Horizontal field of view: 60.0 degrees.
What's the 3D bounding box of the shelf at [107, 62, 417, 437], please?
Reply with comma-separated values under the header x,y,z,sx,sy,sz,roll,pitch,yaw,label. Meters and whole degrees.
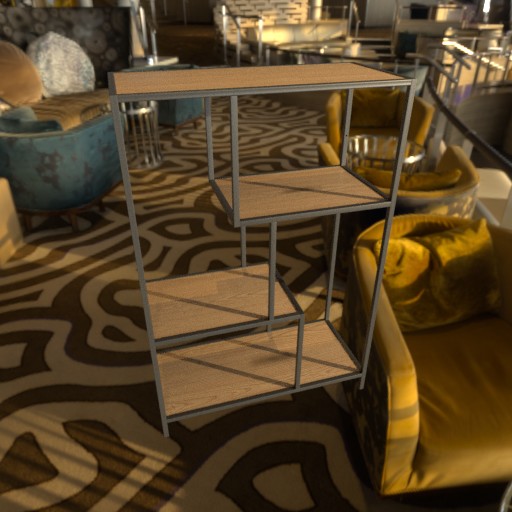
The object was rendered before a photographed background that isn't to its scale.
x,y,z,sx,sy,sz,roll,pitch,yaw,label
0.000,0.000,1.491,0.770,1.138,0.350,-9,32,-14,shelf
